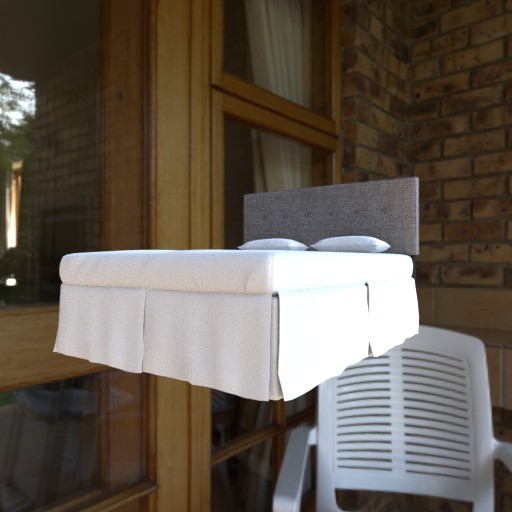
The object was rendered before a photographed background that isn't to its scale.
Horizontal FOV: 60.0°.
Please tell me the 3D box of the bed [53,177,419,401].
[{"bbox_3d":[0.000,0.000,2.939,1.621,1.168,1.958,0,-1,35],"label":"bed"}]
